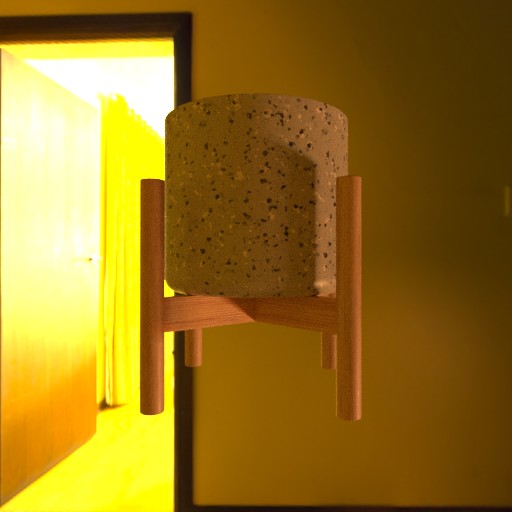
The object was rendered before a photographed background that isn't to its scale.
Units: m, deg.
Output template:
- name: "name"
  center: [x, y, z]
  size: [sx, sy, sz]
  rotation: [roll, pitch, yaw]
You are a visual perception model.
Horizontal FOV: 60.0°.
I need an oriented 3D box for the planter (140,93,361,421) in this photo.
- name: "planter"
  center: [0.000, 0.000, 0.547]
  size: [0.284, 0.320, 0.284]
  rotation: [0, 0, -18]
